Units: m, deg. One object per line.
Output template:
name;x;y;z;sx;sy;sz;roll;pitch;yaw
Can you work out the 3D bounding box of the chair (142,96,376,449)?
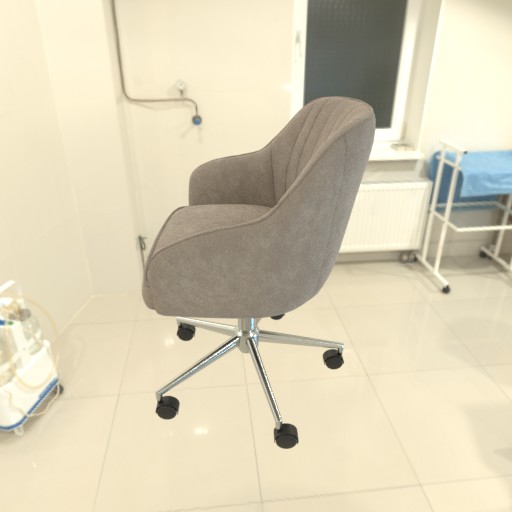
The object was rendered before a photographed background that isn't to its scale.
chair;0.000;0.000;1.268;0.573;0.831;0.635;0;27;0
